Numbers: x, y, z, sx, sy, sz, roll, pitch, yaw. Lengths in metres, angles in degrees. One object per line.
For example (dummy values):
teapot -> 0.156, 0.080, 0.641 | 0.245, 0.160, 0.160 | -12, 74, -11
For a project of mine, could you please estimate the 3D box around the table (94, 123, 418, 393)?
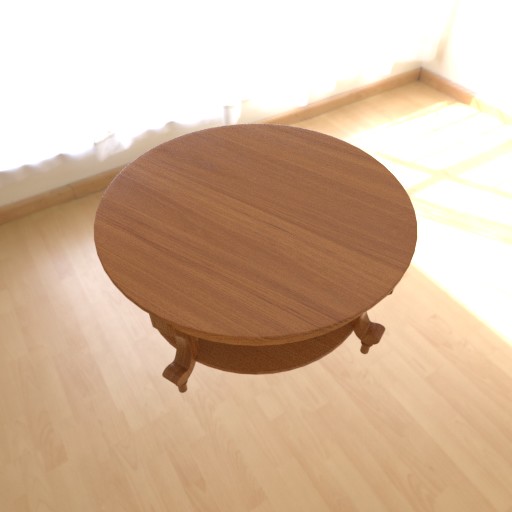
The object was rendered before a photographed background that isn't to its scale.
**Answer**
table -> 0.000, 0.000, 1.619 | 1.029, 0.490, 1.029 | 0, 46, 0
